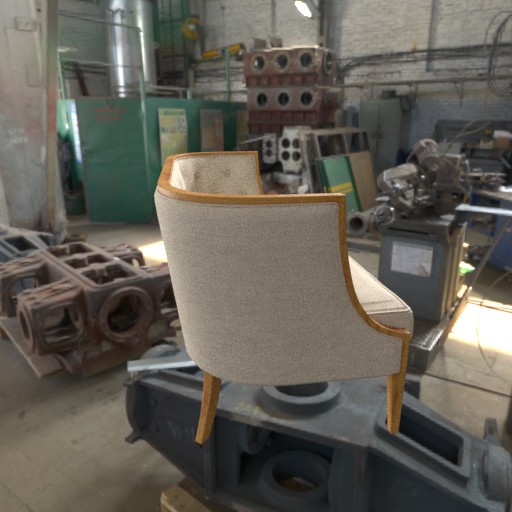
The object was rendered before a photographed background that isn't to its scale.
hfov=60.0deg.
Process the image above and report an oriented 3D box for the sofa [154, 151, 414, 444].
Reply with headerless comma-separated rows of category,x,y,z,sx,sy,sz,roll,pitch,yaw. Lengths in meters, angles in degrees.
sofa,0.000,0.000,1.928,0.770,0.775,1.474,-3,18,-9
